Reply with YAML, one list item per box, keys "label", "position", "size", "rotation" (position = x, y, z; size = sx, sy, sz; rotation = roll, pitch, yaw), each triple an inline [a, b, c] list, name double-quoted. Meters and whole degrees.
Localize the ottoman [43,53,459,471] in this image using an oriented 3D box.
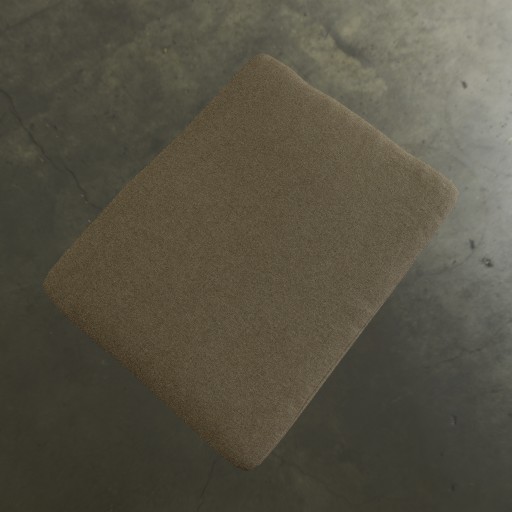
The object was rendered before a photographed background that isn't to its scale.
- label: "ottoman"
  position: [0.000, 0.000, 1.296]
  size: [0.692, 0.511, 0.889]
  rotation: [38, 79, 9]
